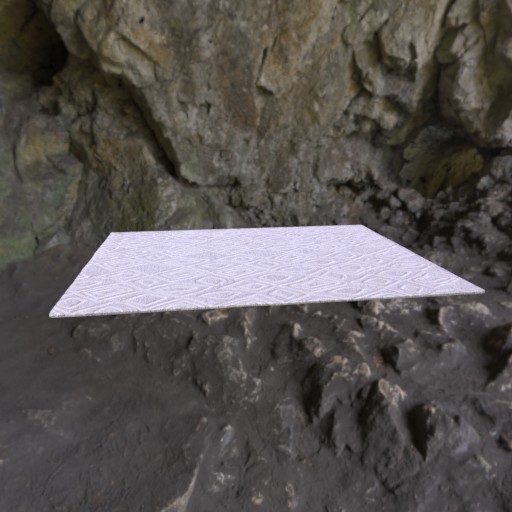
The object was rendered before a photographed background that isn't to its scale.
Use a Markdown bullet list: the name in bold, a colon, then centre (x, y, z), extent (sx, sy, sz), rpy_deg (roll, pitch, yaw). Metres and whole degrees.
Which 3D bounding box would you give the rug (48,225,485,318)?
- **rug**: centre (0.000, 0.000, 4.188), extent (3.049, 0.025, 2.449), rpy_deg (-2, 16, -8)
